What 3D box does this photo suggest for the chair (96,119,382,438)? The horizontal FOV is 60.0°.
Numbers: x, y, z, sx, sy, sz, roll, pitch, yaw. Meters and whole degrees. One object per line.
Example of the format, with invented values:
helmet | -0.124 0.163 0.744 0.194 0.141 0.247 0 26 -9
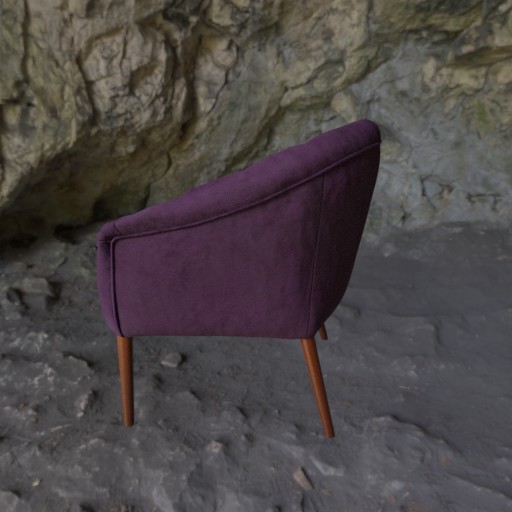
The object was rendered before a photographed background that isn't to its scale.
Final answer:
chair | 0.000 0.000 1.505 0.776 0.885 0.851 2 15 7
